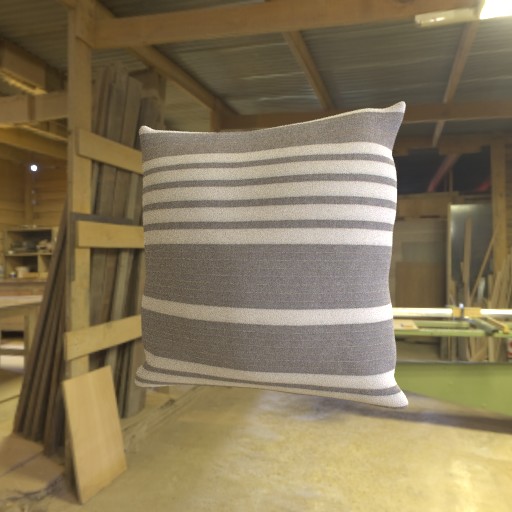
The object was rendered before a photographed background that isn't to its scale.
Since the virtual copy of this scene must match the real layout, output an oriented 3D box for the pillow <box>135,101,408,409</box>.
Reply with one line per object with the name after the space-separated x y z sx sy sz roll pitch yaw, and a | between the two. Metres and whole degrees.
0.000 0.000 0.679 0.439 0.440 0.182 0 -1 19 | pillow
